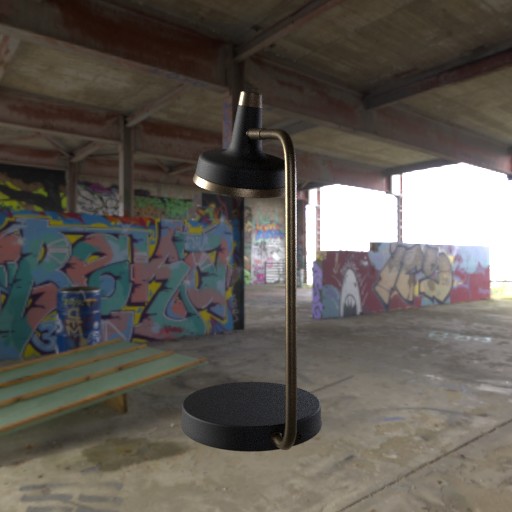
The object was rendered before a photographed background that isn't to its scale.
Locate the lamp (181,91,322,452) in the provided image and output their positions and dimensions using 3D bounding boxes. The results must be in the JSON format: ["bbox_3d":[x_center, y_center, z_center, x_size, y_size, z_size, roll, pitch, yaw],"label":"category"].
[{"bbox_3d":[0.000,0.000,0.500,0.162,0.385,0.218,0,0,-18],"label":"lamp"}]
